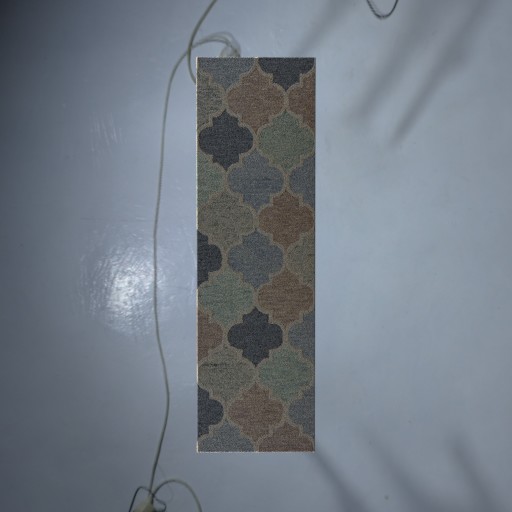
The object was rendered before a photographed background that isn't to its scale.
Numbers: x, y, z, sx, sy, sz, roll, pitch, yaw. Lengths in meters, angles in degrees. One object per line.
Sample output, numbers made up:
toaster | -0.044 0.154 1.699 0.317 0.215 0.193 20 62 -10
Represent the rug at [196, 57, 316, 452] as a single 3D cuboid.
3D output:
rug | 0.000 0.000 2.563 0.687 0.011 2.287 0 91 0
